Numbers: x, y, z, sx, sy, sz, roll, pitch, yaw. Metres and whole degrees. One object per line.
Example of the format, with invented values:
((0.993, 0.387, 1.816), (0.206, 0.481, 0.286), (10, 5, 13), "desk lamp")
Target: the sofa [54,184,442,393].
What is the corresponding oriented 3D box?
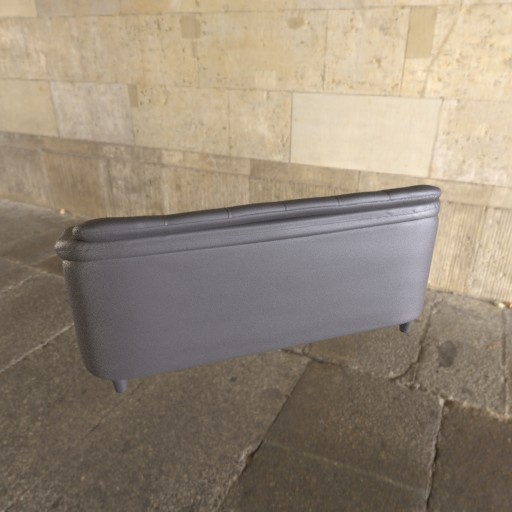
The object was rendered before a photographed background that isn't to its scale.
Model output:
((0.000, 0.000, 2.269), (1.829, 0.811, 0.800), (-8, 27, -16), "sofa")
